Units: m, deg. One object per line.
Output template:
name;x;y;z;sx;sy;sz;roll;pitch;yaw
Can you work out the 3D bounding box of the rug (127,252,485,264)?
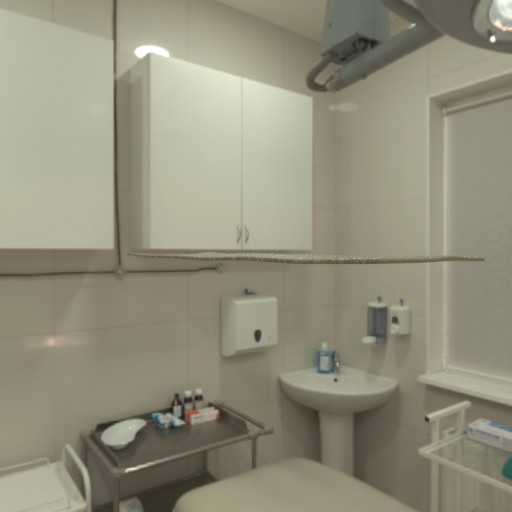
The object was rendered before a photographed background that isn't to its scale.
rug;0.000;0.000;2.754;0.752;0.051;2.452;0;1;-36
